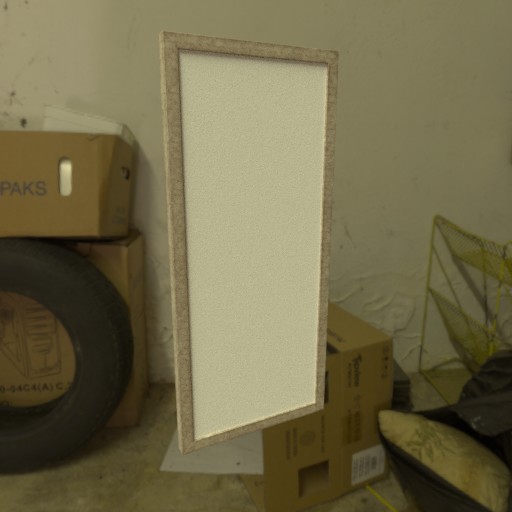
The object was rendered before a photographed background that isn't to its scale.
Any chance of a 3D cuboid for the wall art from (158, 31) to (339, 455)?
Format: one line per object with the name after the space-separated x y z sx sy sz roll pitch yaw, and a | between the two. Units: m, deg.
0.000 0.000 1.654 0.648 1.461 0.051 -7 16 -26 | wall art
